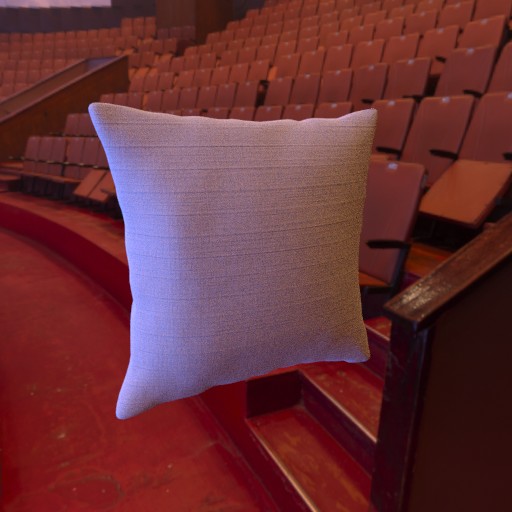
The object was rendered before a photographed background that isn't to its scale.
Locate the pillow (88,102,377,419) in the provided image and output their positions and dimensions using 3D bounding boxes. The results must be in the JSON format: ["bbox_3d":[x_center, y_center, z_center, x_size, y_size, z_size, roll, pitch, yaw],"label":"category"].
[{"bbox_3d":[0.000,0.000,0.715,0.470,0.464,0.175,-7,16,-24],"label":"pillow"}]
